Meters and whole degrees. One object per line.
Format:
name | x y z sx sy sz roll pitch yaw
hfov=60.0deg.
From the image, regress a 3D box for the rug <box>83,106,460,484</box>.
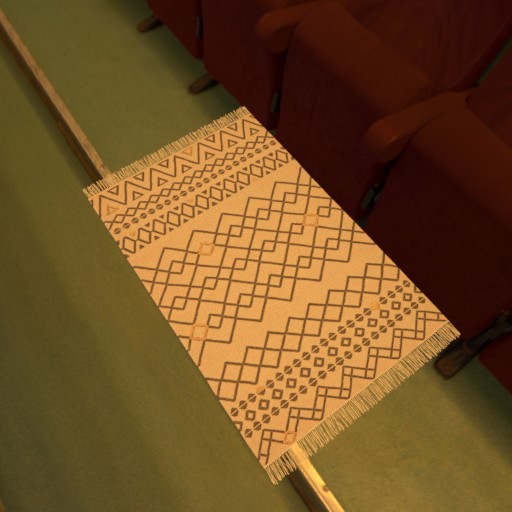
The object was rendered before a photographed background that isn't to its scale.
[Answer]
rug | 0.000 0.000 2.539 1.224 0.028 2.023 -32 67 -15
